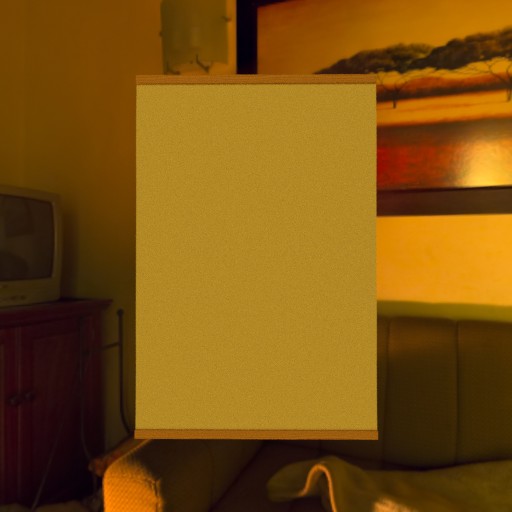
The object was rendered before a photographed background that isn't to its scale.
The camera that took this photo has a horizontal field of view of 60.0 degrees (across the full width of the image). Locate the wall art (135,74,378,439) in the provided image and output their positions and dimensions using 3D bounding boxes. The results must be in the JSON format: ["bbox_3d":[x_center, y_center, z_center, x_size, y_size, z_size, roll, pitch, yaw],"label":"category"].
[{"bbox_3d":[0.000,0.000,1.863,1.011,1.521,0.025,0,-1,1],"label":"wall art"}]
